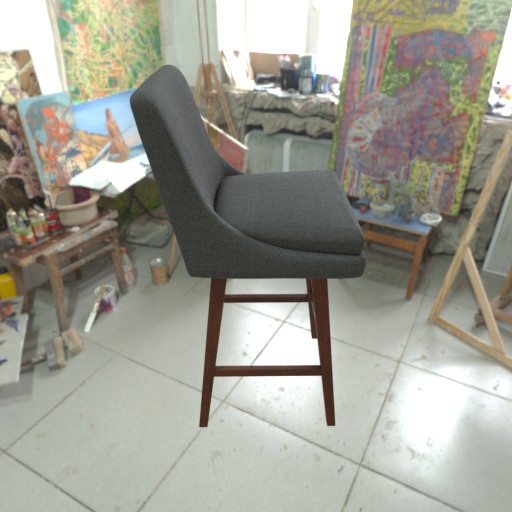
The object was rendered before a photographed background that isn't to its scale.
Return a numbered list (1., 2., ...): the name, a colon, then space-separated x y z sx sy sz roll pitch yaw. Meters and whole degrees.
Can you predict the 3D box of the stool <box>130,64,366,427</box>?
1. stool: 0.000 0.000 1.277 0.524 0.977 0.447 0 32 -1
